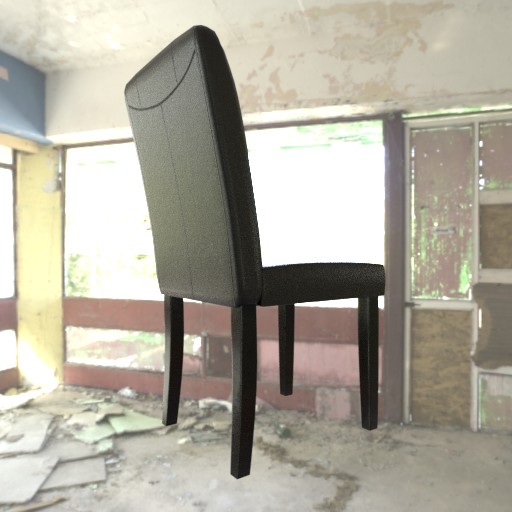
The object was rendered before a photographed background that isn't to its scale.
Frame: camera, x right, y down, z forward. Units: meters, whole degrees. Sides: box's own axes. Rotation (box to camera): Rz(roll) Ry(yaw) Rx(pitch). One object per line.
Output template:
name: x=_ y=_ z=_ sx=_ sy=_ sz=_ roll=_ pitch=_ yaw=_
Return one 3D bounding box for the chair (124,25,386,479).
chair: x=0.000 y=0.000 z=1.140 sx=0.556 sy=0.897 sz=0.399 roll=0 pitch=1 yaw=-36
